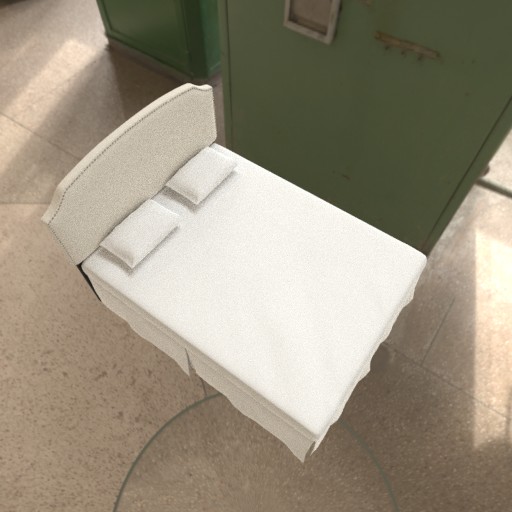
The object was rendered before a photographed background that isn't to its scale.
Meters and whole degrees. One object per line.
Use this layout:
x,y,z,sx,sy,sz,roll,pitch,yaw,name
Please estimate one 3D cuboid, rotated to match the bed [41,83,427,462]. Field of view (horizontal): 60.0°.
0.000,0.000,2.956,1.999,1.270,1.558,31,63,18,bed
